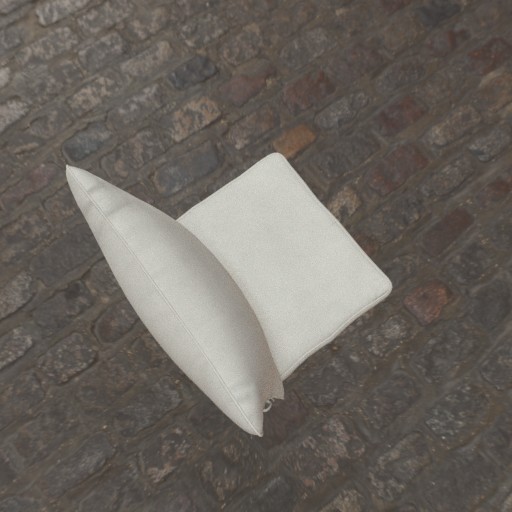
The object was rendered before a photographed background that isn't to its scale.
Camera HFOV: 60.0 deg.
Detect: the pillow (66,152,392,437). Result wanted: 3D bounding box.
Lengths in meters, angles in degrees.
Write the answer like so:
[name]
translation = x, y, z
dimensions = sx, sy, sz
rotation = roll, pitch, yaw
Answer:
[pillow]
translation = 0.000, 0.000, 1.357
dimensions = 0.733, 0.716, 0.798
rotation = -36, 78, -9
